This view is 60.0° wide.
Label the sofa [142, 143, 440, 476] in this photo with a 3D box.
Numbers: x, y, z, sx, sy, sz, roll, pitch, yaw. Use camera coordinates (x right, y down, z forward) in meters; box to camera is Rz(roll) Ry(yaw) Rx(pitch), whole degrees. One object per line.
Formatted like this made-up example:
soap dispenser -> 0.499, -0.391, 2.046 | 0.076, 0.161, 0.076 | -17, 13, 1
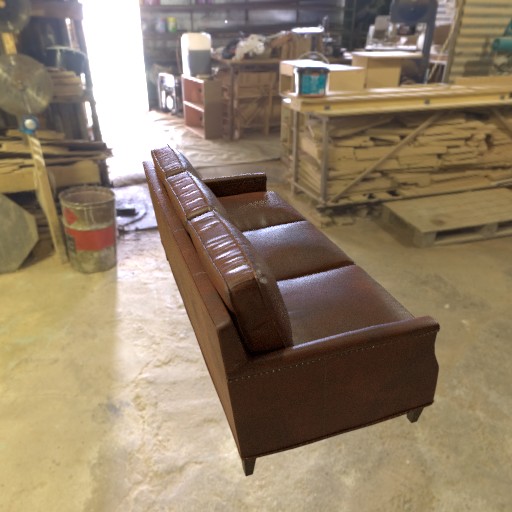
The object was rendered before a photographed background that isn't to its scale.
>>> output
sofa -> 0.000, 0.000, 2.762 | 1.084, 1.003, 2.240 | -10, 30, -17
